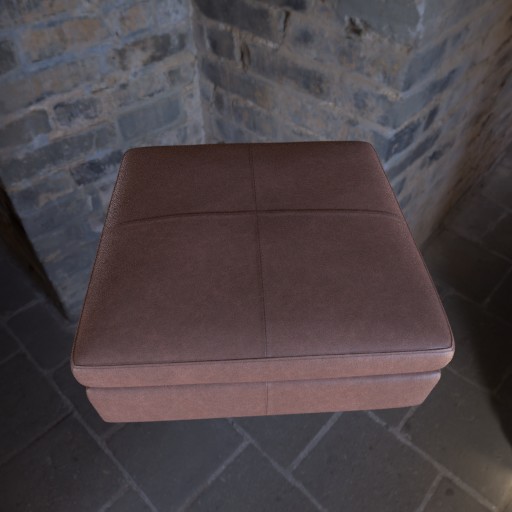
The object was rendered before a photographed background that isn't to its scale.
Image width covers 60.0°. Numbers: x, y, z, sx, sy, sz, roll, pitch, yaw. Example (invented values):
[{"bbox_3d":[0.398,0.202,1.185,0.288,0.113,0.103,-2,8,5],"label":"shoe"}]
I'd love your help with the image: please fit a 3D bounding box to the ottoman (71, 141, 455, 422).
[{"bbox_3d":[0.000,0.000,1.781,1.168,0.490,1.168,-2,47,-2],"label":"ottoman"}]
